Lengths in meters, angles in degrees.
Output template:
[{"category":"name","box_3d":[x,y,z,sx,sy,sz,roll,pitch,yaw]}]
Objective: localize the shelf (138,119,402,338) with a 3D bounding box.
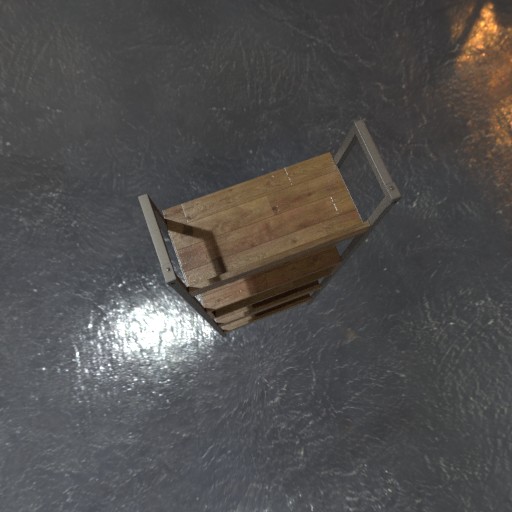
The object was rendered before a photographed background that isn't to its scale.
[{"category":"shelf","box_3d":[0.000,0.000,2.160,0.652,2.005,0.454,-20,77,-5]}]
